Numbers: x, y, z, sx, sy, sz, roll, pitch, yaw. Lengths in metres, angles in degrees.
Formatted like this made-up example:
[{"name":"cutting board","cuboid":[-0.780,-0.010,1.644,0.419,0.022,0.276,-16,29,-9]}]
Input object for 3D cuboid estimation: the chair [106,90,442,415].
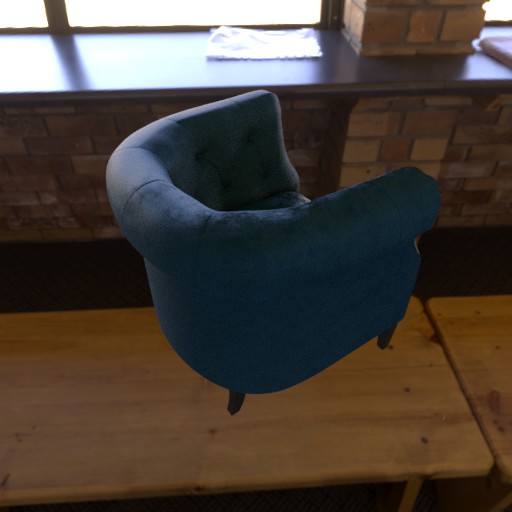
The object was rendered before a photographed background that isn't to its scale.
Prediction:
[{"name":"chair","cuboid":[0.000,0.000,1.552,0.851,0.826,0.904,-24,46,-26]}]
